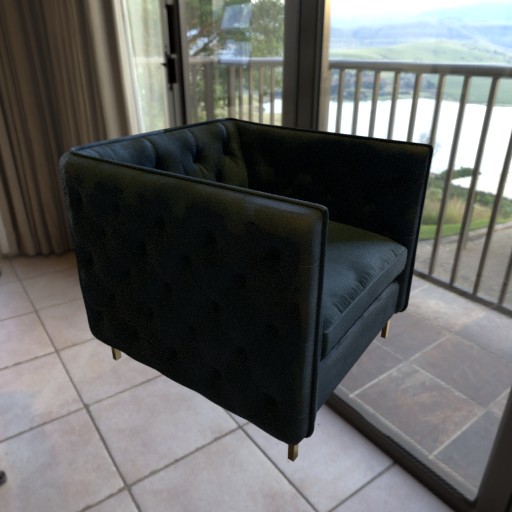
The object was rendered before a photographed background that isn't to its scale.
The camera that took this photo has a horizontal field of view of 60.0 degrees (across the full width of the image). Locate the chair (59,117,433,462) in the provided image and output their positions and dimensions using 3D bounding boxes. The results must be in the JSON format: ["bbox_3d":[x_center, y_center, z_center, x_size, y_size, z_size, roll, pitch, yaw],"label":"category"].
[{"bbox_3d":[0.000,0.000,1.522,0.877,0.771,0.868,17,30,31],"label":"chair"}]
